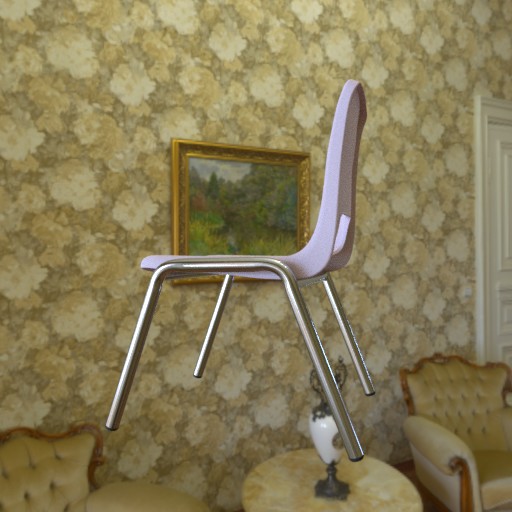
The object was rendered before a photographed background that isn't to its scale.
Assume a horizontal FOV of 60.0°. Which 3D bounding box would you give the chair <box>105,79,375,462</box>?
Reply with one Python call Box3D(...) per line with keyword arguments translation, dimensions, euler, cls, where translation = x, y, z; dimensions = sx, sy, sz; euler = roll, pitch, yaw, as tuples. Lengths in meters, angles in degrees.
Box3D(translation=(0.000, 0.000, 0.841), dimensions=(0.423, 0.586, 0.354), euler=(0, 0, 18), cls="chair")
